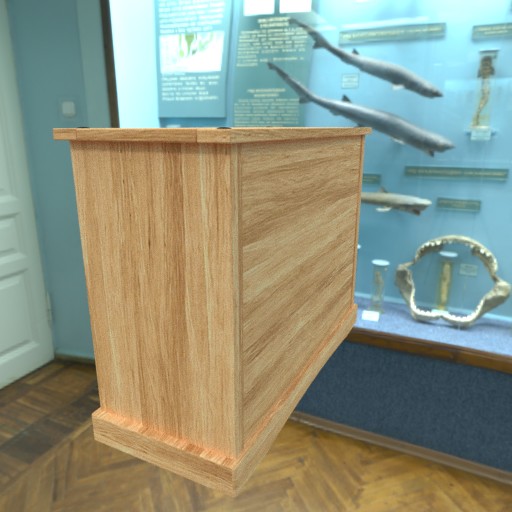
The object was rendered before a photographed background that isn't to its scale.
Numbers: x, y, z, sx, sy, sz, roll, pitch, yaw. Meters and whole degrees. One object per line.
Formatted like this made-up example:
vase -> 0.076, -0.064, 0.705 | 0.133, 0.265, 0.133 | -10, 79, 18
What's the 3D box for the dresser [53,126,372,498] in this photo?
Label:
dresser -> 0.000, 0.000, 1.321 | 0.410, 0.740, 0.990 | 8, 18, 26
